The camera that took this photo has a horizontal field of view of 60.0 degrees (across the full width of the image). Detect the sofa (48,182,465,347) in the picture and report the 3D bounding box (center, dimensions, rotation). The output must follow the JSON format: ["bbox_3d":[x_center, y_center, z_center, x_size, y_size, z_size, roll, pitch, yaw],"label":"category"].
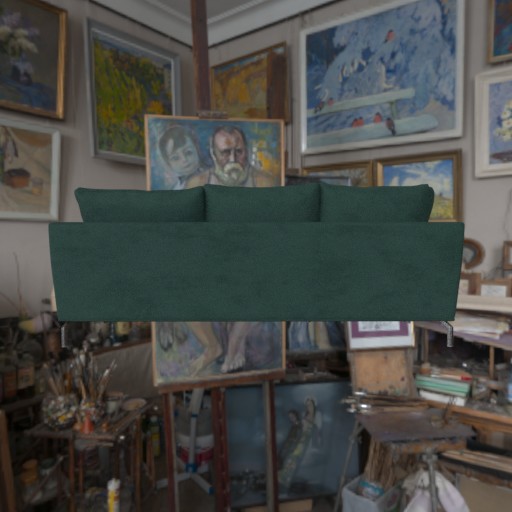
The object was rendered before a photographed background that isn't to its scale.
[{"bbox_3d":[0.000,0.000,3.822,2.452,1.004,2.468,0,2,0],"label":"sofa"}]
